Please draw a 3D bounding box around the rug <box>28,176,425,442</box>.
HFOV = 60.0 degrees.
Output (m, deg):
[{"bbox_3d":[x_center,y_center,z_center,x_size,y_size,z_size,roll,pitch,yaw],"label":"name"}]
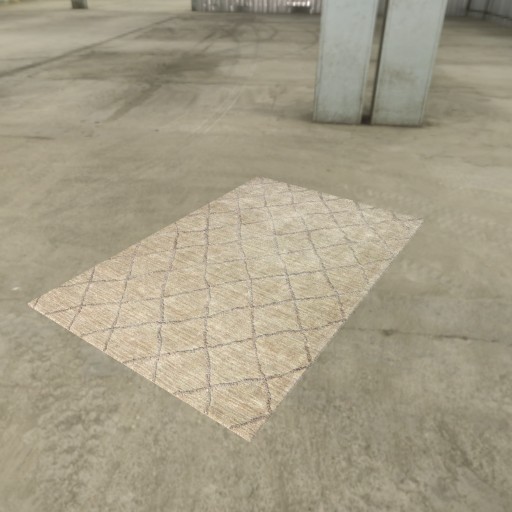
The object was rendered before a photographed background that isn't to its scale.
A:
[{"bbox_3d":[0.000,0.000,2.901,1.521,0.015,2.280,20,37,29],"label":"rug"}]
